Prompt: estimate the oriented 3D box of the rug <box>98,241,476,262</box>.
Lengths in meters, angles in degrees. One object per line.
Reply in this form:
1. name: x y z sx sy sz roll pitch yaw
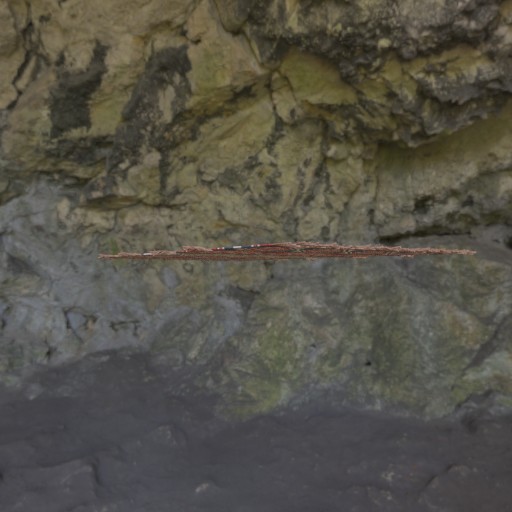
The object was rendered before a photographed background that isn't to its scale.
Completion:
1. rug: 0.000 0.000 2.611 1.469 0.040 2.025 1 -2 -36
